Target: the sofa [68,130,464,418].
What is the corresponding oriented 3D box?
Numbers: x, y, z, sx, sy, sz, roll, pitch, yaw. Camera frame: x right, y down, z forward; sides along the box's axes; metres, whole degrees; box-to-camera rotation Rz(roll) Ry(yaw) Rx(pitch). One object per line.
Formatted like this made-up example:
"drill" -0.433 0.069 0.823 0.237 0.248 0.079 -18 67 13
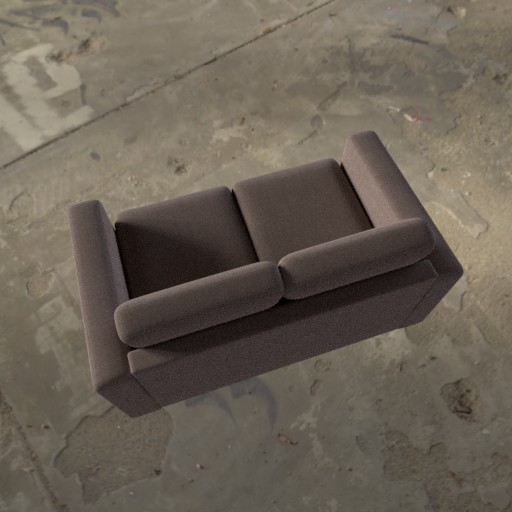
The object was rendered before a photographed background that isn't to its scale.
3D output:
"sofa" 0.000 0.000 2.041 1.520 0.800 0.900 -16 61 -9
